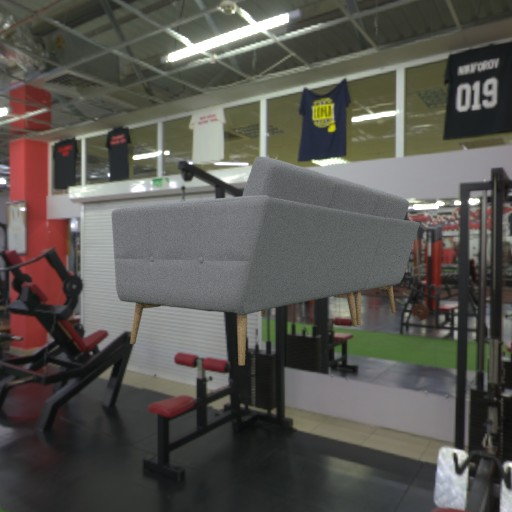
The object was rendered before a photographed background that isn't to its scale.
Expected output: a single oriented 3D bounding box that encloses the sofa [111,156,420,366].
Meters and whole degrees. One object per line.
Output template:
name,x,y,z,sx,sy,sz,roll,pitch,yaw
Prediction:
sofa,0.000,0.000,2.885,1.530,0.860,2.040,1,1,36
